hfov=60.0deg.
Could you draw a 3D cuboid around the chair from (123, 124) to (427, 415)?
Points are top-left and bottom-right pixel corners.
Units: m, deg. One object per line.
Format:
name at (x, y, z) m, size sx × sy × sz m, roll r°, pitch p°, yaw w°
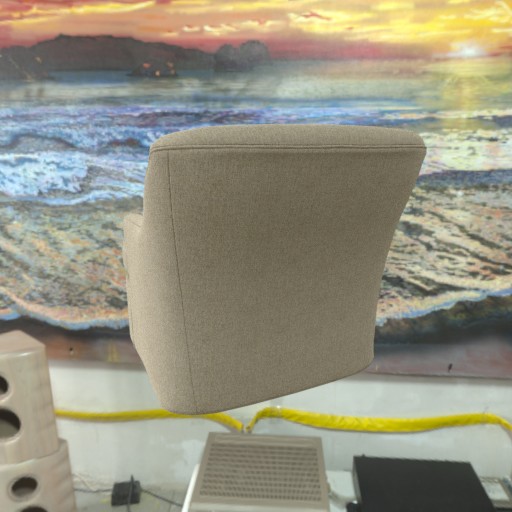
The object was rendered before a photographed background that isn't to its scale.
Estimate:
chair at (0.000, 0.000, 1.557) m, size 0.864 × 0.856 × 0.923 m, roll -7°, pitch 16°, yaw -26°
